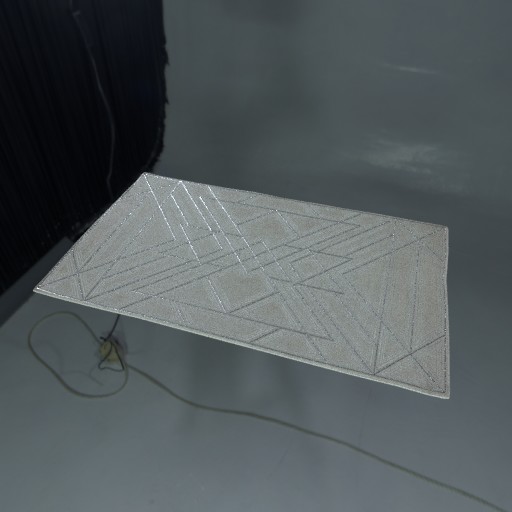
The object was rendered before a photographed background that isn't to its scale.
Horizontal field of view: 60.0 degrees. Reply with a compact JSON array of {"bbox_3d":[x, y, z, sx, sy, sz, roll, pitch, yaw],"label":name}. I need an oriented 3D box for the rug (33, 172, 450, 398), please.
[{"bbox_3d":[0.000,0.000,1.050,0.869,0.008,0.511,12,43,13],"label":"rug"}]
